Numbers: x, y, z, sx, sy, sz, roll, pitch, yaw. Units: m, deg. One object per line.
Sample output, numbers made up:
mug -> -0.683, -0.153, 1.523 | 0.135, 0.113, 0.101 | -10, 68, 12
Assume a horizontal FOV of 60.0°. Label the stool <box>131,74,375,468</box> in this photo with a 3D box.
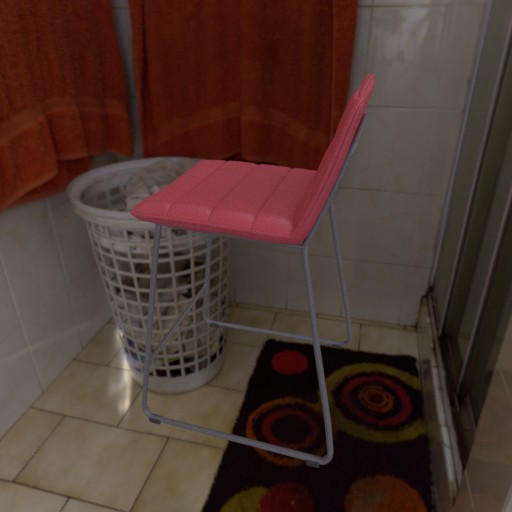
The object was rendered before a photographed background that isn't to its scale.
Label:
stool -> 0.000, 0.000, 1.151 | 0.524, 0.866, 0.489 | 8, 29, 14
